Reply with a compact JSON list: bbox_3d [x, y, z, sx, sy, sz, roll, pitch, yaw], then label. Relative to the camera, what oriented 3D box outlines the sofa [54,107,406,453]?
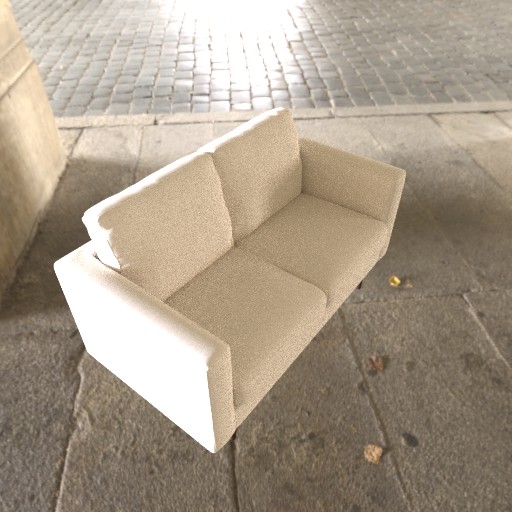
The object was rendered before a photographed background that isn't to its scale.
[{"bbox_3d":[0.000,0.000,2.012,0.796,0.908,1.430,27,48,27],"label":"sofa"}]
